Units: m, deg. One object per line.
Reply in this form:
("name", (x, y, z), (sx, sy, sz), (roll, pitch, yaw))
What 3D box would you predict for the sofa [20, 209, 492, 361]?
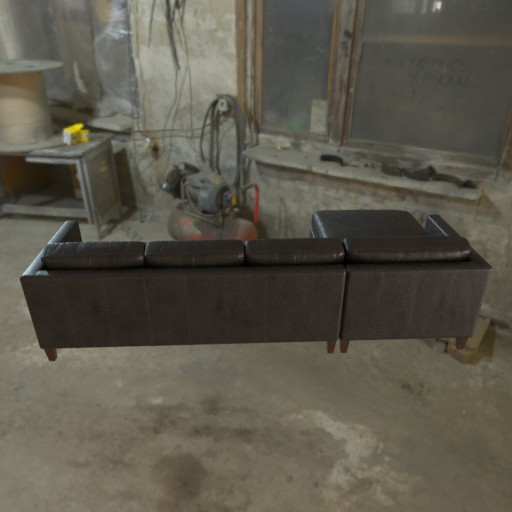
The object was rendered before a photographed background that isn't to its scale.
("sofa", (0.000, 0.000, 3.808), (3.203, 0.883, 1.581), (-1, 28, -2))
